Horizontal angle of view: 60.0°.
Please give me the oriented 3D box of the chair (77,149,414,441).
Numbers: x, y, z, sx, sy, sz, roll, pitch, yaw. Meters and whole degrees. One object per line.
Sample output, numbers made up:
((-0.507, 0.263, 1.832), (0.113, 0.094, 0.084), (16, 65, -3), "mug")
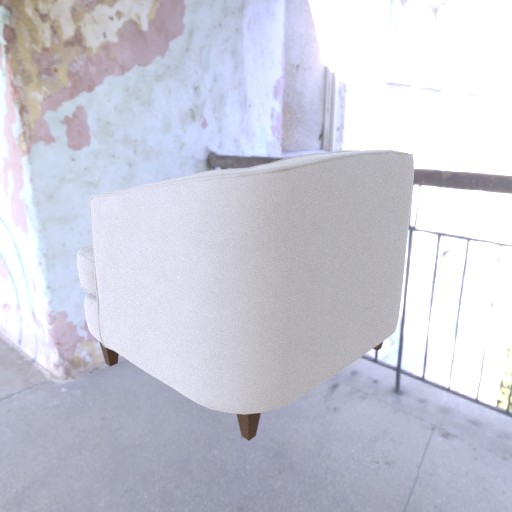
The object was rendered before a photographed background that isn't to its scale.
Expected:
((0.000, 0.000, 1.765), (0.941, 0.852, 1.104), (16, 23, 42), "chair")
